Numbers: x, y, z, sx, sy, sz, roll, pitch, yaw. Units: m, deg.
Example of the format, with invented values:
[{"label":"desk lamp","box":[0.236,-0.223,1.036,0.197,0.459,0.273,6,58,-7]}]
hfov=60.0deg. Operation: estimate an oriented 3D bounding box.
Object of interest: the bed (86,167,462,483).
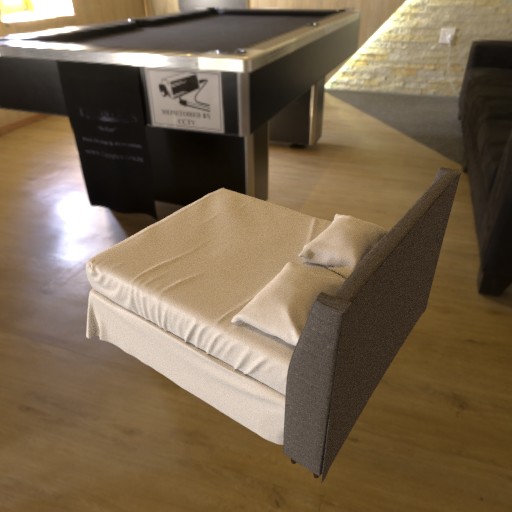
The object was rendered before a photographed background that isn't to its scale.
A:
[{"label":"bed","box":[0.000,0.000,3.393,2.276,1.332,1.925,21,39,29]}]
